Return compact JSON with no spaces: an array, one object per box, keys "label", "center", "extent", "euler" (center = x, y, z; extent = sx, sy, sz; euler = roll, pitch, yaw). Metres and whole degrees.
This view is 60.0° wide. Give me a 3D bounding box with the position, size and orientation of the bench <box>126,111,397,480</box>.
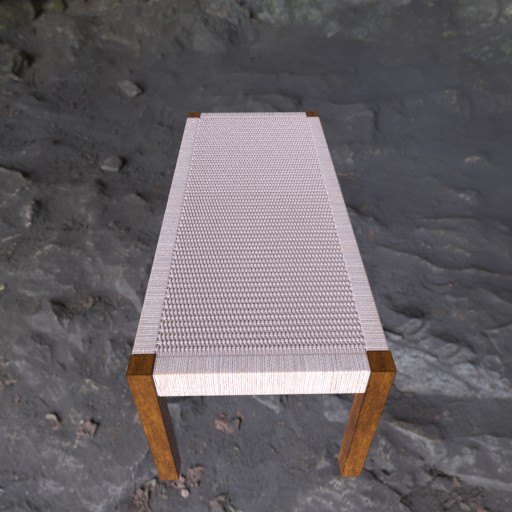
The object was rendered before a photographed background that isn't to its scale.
[{"label":"bench","center":[0.000,0.000,1.428],"extent":[0.507,0.457,1.198],"euler":[-1,41,-1]}]
